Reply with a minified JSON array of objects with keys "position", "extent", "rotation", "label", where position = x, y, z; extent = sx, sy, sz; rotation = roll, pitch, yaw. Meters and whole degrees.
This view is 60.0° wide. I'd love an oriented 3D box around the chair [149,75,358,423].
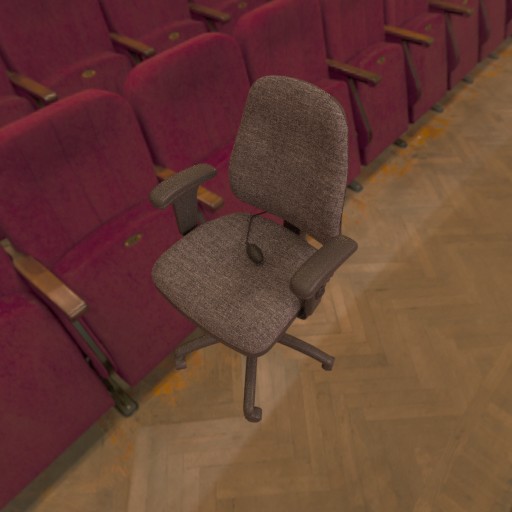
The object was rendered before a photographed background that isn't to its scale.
[{"position":[0.000,0.000,1.256],"extent":[0.550,0.910,0.530],"rotation":[31,54,26],"label":"chair"}]
